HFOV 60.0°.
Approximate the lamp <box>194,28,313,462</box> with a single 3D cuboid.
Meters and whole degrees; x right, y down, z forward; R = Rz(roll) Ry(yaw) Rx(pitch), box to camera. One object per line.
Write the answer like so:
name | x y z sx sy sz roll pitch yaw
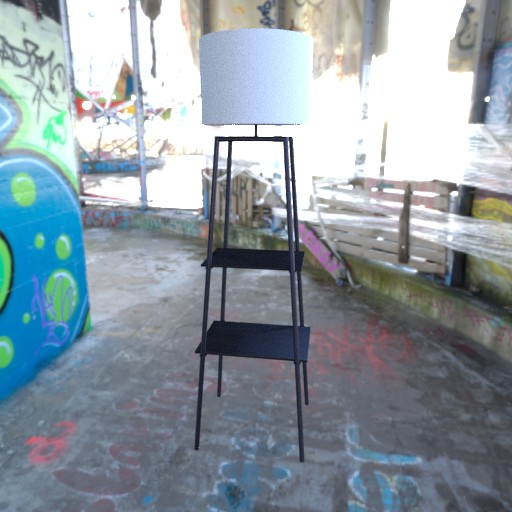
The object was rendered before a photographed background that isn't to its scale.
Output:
lamp | 0.000 0.000 1.662 0.427 1.474 0.384 2 16 9
